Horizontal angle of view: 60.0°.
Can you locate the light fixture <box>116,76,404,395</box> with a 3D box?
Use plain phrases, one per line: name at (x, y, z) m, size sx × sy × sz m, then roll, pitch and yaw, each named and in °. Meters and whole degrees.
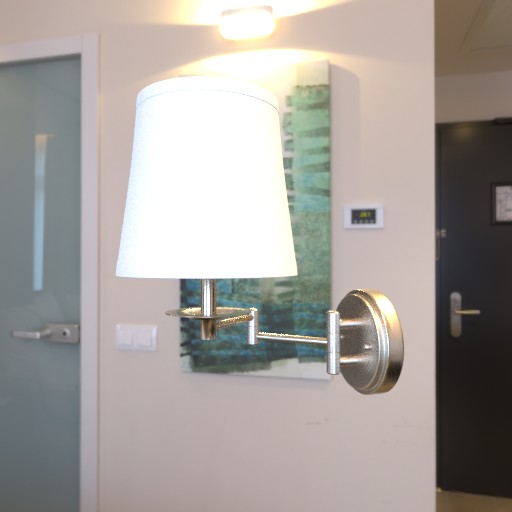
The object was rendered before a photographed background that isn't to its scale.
light fixture at (0.000, 0.000, 0.577) m, size 0.348 × 0.381 × 0.223 m, roll 0°, pitch -1°, yaw -17°
